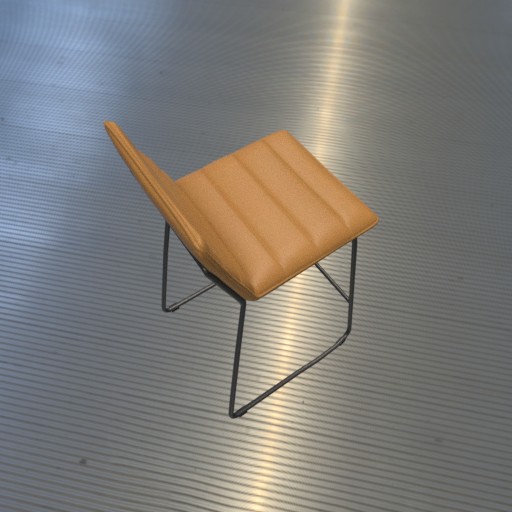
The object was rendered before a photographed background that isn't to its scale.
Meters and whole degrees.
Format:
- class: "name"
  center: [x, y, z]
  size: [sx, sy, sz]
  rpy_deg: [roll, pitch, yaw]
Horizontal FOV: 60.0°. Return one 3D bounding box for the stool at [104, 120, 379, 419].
- class: "stool"
  center: [0.000, 0.000, 1.256]
  size: [0.524, 0.936, 0.489]
  rpy_deg: [-30, 62, -18]
